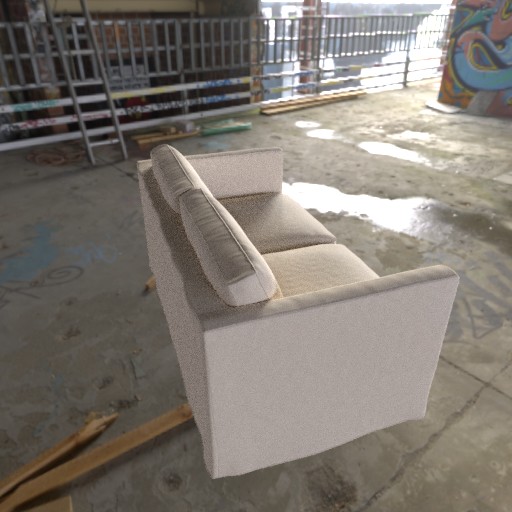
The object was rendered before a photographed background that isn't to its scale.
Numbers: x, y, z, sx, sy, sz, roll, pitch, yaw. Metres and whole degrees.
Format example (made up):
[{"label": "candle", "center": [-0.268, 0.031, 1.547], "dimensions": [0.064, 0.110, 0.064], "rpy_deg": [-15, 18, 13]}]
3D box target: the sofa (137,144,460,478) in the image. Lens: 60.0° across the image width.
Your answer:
[{"label": "sofa", "center": [0.000, 0.000, 2.262], "dimensions": [0.962, 0.834, 1.746], "rpy_deg": [-10, 31, -17]}]
